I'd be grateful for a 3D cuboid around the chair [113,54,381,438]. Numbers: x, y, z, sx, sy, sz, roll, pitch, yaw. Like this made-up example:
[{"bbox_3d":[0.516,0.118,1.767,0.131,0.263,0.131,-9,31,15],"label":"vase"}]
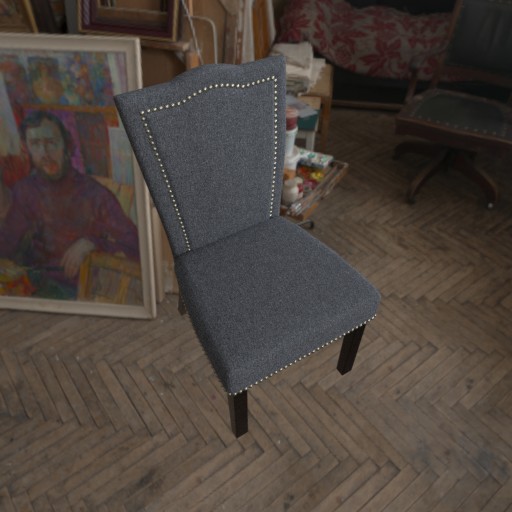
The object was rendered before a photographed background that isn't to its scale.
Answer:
[{"bbox_3d":[0.000,0.000,1.322,0.518,0.946,0.589,-23,50,-21],"label":"chair"}]
